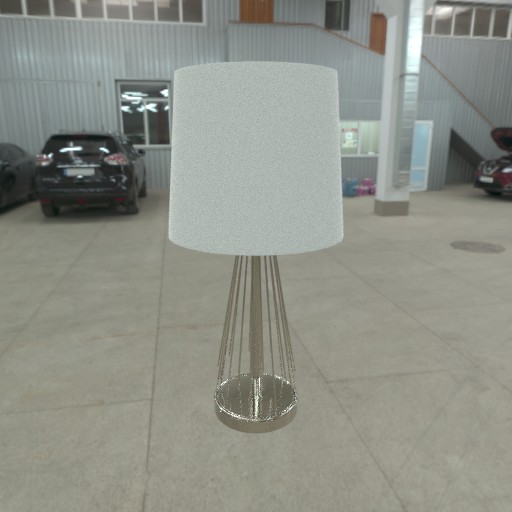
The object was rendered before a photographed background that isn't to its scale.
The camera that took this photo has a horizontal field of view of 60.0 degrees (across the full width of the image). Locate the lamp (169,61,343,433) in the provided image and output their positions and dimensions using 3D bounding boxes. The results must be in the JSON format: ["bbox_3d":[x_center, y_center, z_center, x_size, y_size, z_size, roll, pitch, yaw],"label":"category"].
[{"bbox_3d":[0.000,0.000,0.793,0.303,0.618,0.303,0,15,0],"label":"lamp"}]
